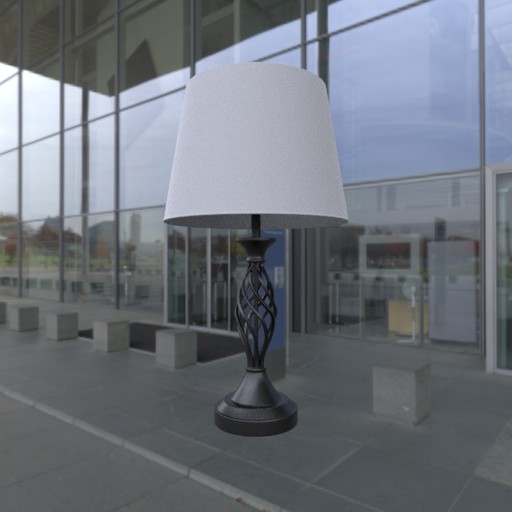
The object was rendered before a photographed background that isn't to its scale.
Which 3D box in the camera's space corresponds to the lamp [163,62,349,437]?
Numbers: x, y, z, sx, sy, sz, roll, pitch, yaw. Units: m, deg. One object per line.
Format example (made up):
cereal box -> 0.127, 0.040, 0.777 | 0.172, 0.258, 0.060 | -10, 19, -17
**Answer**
lamp -> 0.000, 0.000, 0.804 | 0.331, 0.594, 0.331 | 0, 0, 0
